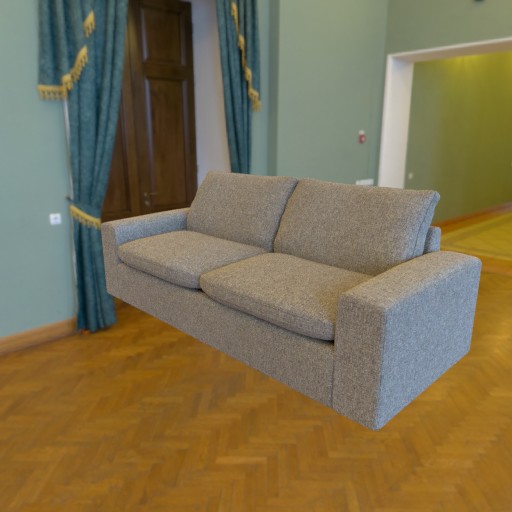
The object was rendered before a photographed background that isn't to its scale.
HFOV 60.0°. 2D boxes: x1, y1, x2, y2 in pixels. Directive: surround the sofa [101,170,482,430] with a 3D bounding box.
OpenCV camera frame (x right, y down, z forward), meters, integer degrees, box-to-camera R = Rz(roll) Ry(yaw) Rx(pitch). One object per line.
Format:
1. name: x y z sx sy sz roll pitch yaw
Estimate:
1. sofa: 0.000 0.000 2.762 1.040 0.922 2.299 -15 21 -43
